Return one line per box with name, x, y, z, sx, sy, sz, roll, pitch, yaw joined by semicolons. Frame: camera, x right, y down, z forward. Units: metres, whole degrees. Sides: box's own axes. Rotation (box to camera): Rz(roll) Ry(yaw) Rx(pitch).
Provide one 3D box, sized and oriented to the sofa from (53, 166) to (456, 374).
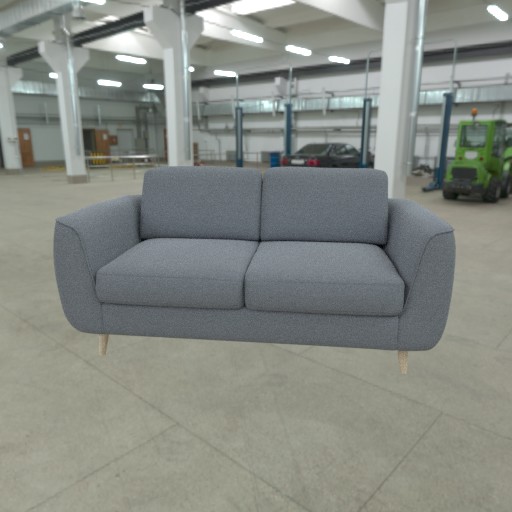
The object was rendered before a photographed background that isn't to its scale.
sofa;0.000;0.000;2.221;1.700;0.850;0.920;2;15;7
